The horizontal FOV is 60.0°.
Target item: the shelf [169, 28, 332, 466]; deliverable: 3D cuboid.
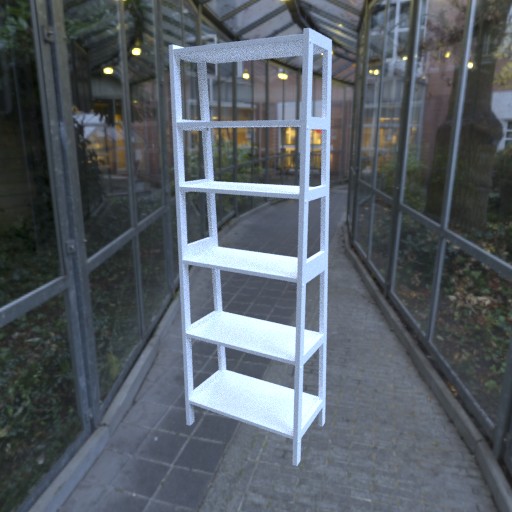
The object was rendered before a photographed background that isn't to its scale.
[{"bbox_3d":[0.000,0.000,2.170,0.660,1.892,0.381,8,17,28],"label":"shelf"}]
